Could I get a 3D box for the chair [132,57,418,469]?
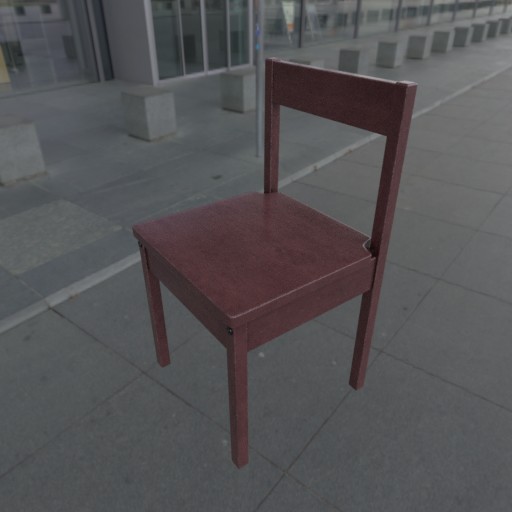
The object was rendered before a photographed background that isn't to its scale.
[{"bbox_3d":[0.000,0.000,0.885,0.361,0.668,0.367,-21,37,-30],"label":"chair"}]
